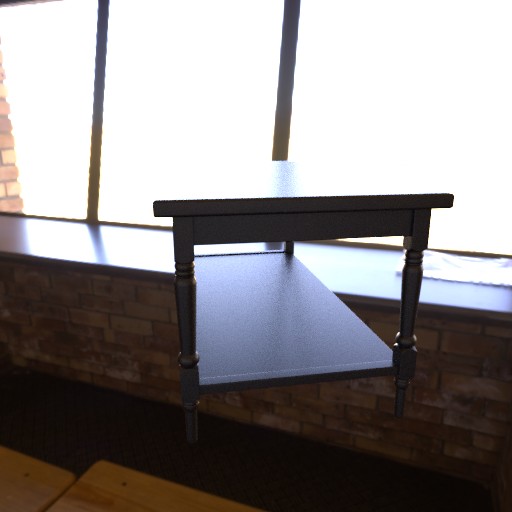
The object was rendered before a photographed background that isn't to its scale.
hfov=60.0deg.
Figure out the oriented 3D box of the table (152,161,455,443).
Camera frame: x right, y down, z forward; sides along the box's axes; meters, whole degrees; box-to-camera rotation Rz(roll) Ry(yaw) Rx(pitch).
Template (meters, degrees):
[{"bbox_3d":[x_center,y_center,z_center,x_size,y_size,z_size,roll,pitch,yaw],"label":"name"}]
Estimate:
[{"bbox_3d":[0.000,0.000,1.367,0.550,0.510,1.107,-3,15,-10],"label":"table"}]
